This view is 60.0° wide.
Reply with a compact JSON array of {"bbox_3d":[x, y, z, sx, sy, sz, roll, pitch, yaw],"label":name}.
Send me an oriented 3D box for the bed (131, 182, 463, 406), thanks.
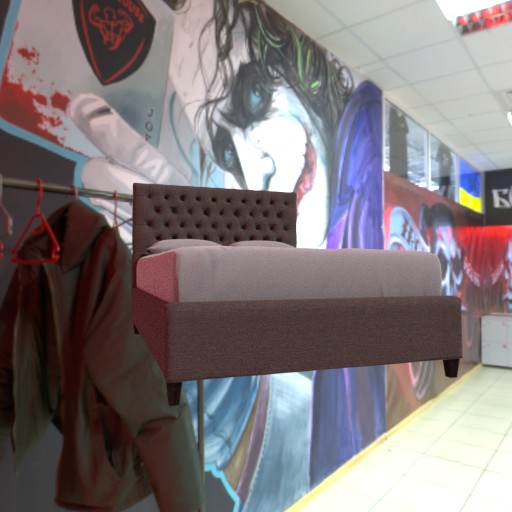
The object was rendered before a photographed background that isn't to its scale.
[{"bbox_3d":[0.000,0.000,3.375,1.698,1.427,2.387,1,-2,-19],"label":"bed"}]
